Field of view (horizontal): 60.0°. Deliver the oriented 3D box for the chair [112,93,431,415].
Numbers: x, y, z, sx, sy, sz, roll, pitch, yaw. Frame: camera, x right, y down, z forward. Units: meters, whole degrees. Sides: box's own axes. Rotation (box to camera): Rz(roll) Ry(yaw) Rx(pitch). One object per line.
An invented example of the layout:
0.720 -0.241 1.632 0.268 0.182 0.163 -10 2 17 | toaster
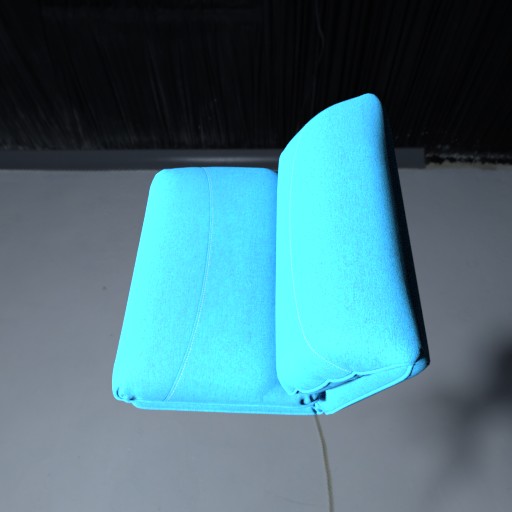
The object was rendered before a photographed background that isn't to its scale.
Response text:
0.000 0.000 1.306 0.780 0.580 0.820 2 59 1 | chair
